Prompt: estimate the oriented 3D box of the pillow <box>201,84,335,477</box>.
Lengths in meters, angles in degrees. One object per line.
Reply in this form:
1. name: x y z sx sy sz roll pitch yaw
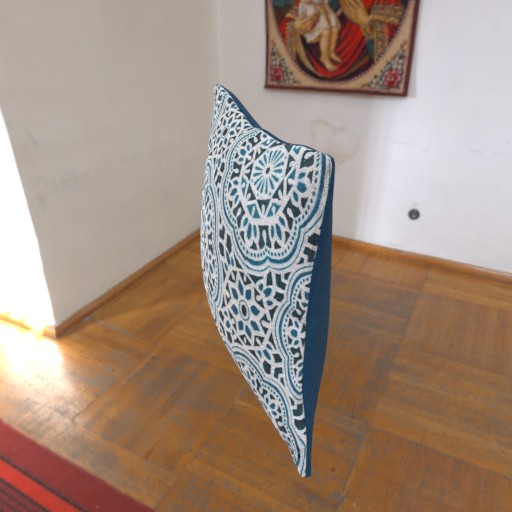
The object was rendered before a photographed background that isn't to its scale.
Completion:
1. pillow: 0.000 0.000 0.643 0.145 0.420 0.440 -9 31 -15
